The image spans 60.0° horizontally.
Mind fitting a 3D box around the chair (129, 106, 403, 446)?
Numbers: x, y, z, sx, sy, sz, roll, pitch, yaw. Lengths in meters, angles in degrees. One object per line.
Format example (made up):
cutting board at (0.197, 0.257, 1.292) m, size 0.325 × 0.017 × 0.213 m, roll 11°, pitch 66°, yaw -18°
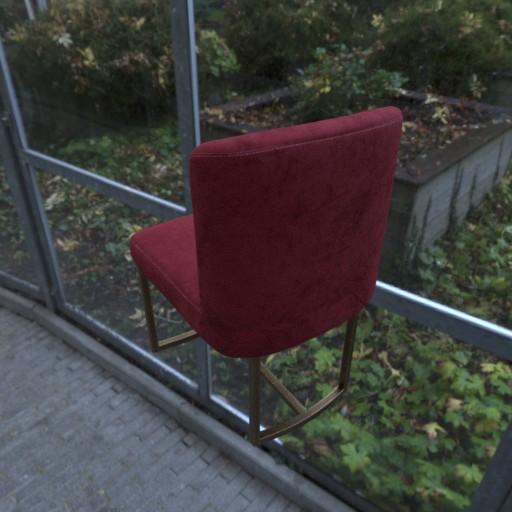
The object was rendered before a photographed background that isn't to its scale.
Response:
chair at (0.000, 0.000, 1.189) m, size 0.530 × 0.824 × 0.560 m, roll -20°, pitch 37°, yaw -28°
